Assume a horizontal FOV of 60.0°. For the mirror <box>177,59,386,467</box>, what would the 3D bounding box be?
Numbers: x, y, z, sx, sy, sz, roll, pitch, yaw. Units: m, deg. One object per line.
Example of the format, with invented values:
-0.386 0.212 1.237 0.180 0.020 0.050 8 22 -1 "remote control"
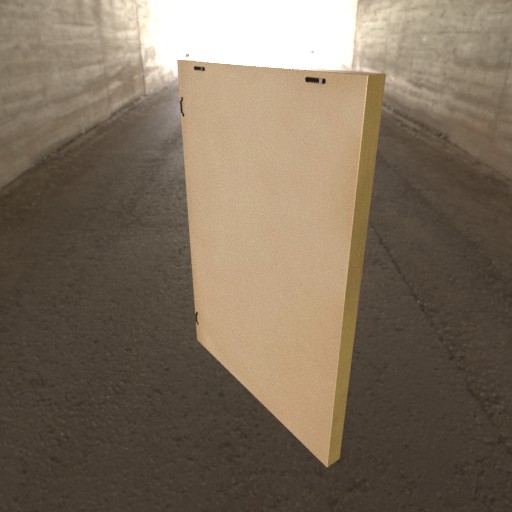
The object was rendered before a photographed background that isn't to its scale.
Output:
0.000 0.000 0.897 0.040 0.710 0.507 -18 32 -32 "mirror"
